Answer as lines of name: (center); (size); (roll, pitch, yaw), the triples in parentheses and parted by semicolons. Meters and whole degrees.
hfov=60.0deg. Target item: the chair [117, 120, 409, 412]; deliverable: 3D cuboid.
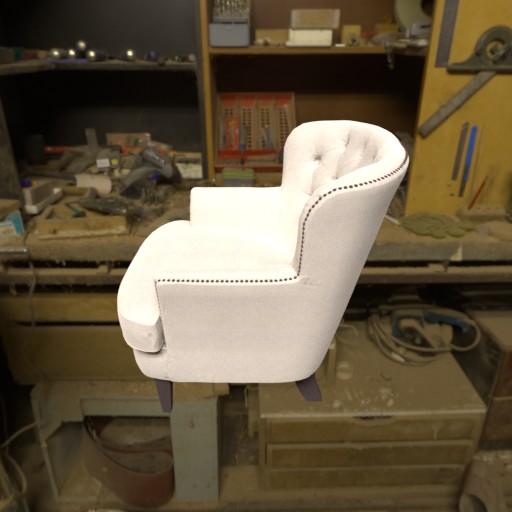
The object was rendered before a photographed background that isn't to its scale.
chair: (0.000, 0.000, 1.593); (0.906, 0.868, 0.848); (0, 27, 0)
